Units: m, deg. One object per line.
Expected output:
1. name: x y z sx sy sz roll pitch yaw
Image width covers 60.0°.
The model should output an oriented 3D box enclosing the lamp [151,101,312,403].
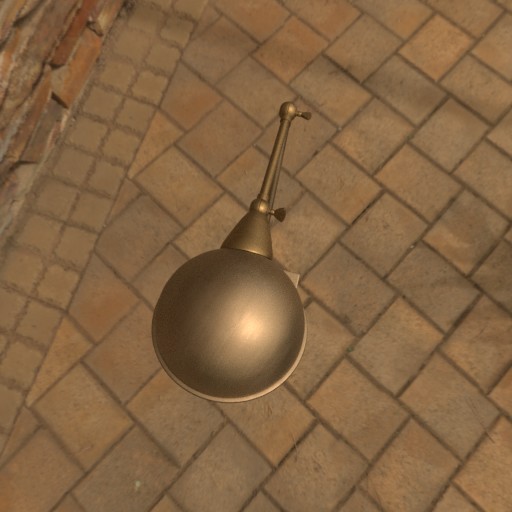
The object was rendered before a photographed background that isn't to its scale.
1. lamp: 0.000 0.000 0.556 0.149 0.371 0.339 14 76 4
